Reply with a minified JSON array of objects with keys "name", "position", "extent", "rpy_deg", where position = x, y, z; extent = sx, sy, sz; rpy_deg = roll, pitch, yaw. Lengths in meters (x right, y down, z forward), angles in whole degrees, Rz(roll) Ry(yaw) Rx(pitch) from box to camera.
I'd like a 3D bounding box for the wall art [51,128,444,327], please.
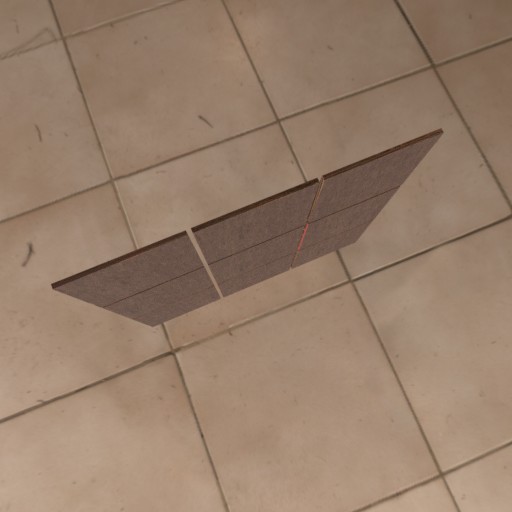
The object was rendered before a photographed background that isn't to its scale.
[{"name":"wall art","position":[0.000,0.000,1.400],"extent":[0.915,0.914,0.013],"rpy_deg":[-22,77,-5]}]
